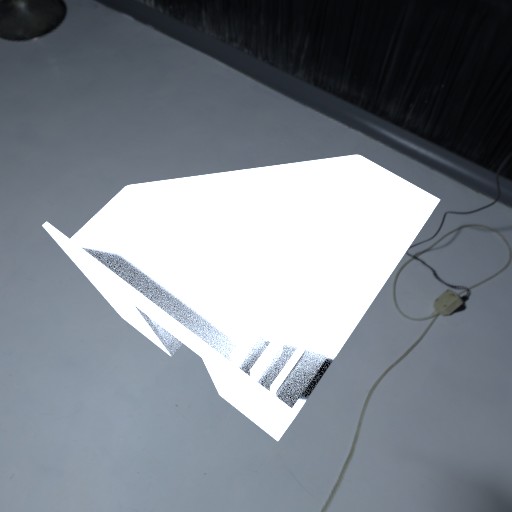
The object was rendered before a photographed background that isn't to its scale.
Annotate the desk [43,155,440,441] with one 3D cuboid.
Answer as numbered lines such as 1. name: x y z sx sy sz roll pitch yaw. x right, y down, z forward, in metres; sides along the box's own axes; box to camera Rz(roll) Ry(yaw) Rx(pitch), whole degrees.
1. desk: 0.000 0.000 1.776 0.940 0.986 0.940 34 69 15
